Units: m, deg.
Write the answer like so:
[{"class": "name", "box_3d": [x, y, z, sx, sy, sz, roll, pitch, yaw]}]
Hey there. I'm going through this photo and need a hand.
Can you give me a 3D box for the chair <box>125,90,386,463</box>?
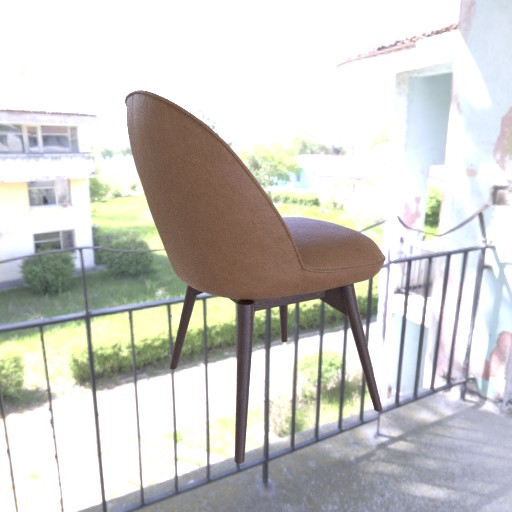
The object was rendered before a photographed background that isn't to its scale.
[{"class": "chair", "box_3d": [0.000, 0.000, 1.227, 0.631, 0.831, 0.521, -8, 16, -27]}]
